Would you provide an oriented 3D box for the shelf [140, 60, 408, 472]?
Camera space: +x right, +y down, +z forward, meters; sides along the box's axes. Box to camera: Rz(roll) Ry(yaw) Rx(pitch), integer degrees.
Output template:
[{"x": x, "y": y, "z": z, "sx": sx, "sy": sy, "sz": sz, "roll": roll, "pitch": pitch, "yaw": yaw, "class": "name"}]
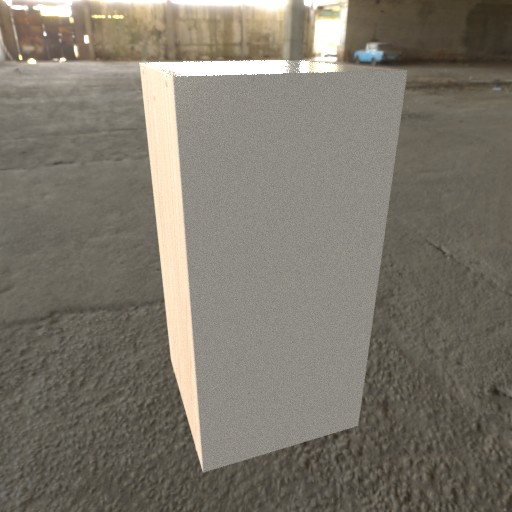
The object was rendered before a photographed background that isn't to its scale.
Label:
[{"x": 0.000, "y": 0.000, "z": 0.753, "sx": 0.290, "sy": 0.594, "sz": 0.297, "roll": -9, "pitch": 27, "yaw": -18, "class": "shelf"}]
